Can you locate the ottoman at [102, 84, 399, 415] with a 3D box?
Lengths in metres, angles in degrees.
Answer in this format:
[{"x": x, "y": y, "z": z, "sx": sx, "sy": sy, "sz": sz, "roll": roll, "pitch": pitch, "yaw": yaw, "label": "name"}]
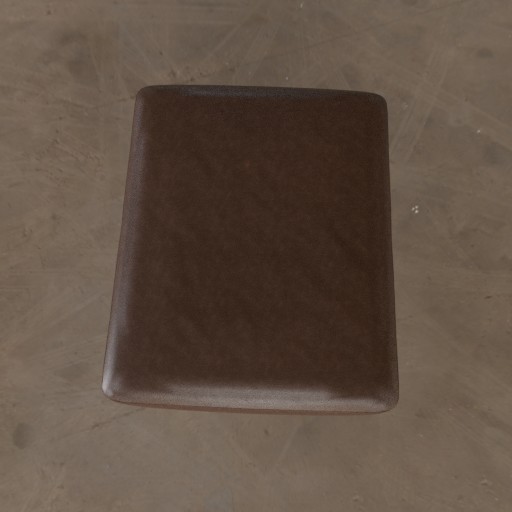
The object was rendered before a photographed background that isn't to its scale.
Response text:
[{"x": 0.000, "y": 0.000, "z": 1.122, "sx": 0.603, "sy": 0.476, "sz": 0.751, "roll": 2, "pitch": 76, "yaw": 1, "label": "ottoman"}]
